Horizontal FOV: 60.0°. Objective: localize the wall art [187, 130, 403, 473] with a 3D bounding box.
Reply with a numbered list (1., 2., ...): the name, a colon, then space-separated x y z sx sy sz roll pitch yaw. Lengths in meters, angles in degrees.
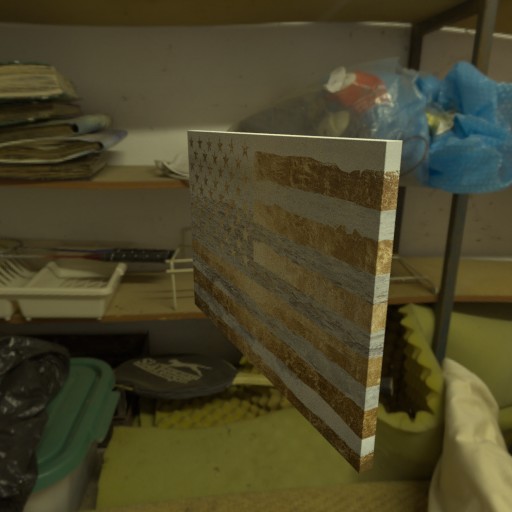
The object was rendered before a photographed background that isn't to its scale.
1. wall art: 0.000 0.000 1.432 0.041 0.762 1.145 -8 19 -26
